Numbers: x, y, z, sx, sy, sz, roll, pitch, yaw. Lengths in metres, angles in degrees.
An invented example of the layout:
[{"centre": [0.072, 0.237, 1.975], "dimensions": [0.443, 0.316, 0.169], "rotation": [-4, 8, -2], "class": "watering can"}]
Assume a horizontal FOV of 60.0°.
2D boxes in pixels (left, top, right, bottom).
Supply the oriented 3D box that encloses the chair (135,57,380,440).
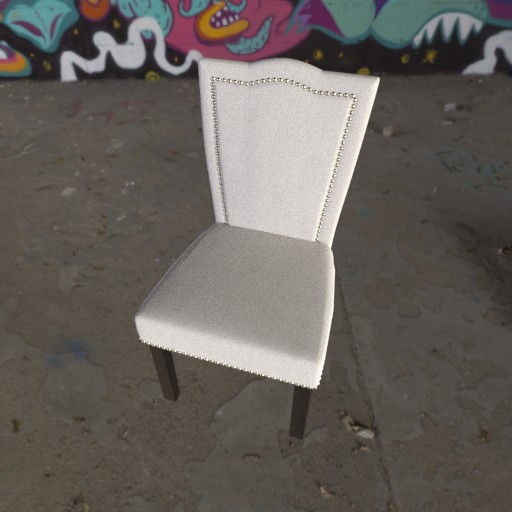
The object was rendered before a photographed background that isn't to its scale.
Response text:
[{"centre": [0.000, 0.000, 1.294], "dimensions": [0.518, 0.946, 0.589], "rotation": [12, 44, 13], "class": "chair"}]
